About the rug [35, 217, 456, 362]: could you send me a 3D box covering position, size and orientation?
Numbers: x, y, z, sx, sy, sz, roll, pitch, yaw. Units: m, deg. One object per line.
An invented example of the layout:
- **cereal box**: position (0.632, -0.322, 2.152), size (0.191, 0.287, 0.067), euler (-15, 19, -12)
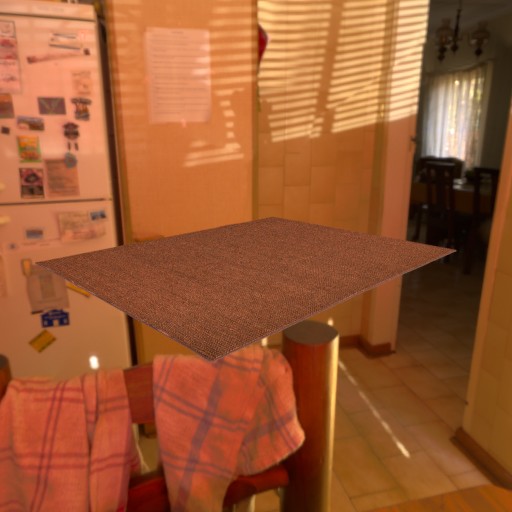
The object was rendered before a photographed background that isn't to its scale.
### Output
- **rug**: position (0.000, 0.000, 4.105), size (3.068, 0.021, 2.456), euler (-15, 22, -43)
